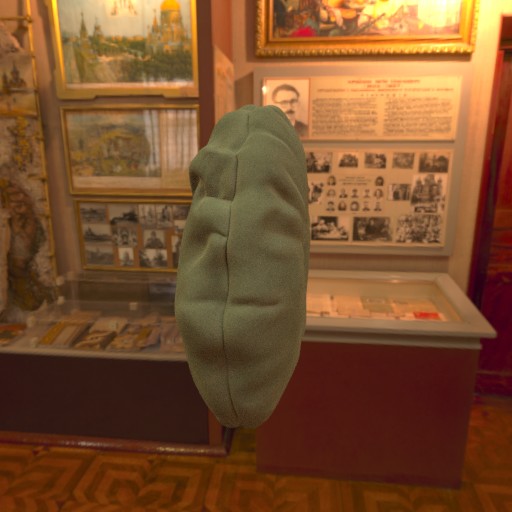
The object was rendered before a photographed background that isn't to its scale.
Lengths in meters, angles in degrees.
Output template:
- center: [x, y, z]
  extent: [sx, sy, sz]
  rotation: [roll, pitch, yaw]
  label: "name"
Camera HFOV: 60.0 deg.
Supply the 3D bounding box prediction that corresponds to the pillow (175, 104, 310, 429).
- center: [0.000, 0.000, 0.629]
  extent: [0.148, 0.407, 0.428]
  rotation: [2, 15, 8]
  label: "pillow"
